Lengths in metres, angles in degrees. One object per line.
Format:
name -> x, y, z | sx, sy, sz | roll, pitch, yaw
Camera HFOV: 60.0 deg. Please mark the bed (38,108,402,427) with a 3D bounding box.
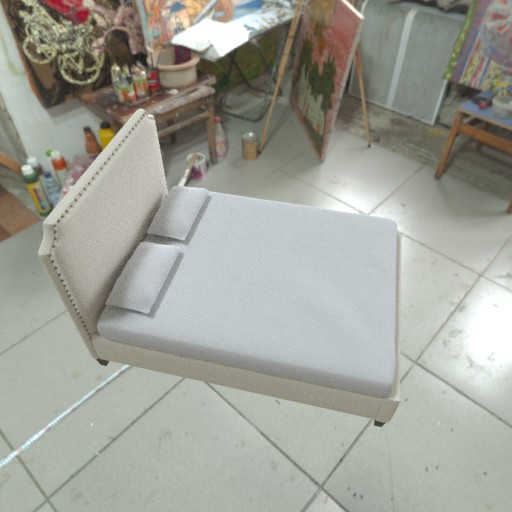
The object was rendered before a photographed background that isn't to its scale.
bed -> 0.000, 0.000, 3.490 | 2.372, 1.497, 1.712 | 10, 47, 9
